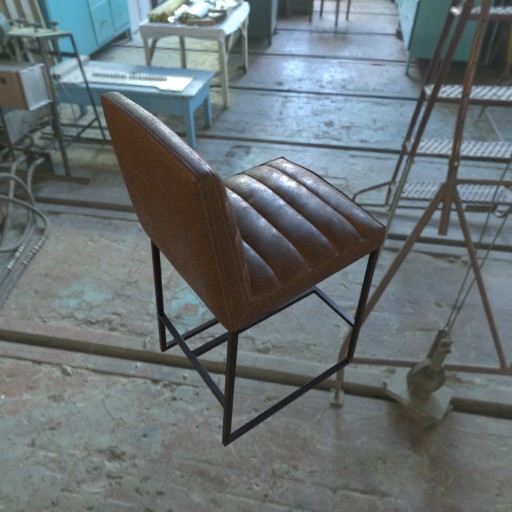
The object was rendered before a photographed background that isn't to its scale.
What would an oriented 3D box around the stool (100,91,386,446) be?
[{"bbox_3d":[0.000,0.000,1.267,0.562,0.942,0.463,-25,47,-26],"label":"stool"}]
